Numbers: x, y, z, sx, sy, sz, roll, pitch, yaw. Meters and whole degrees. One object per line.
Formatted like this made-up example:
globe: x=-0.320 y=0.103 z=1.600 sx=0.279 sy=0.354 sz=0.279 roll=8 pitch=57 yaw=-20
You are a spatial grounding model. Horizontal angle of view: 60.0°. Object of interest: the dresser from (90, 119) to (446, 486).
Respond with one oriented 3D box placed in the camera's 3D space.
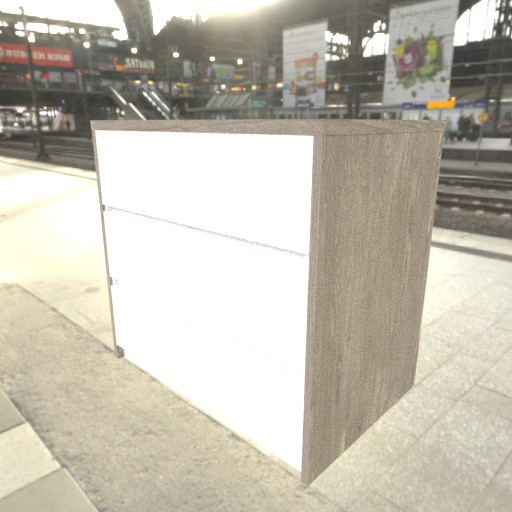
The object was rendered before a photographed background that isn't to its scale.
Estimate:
dresser: x=0.000 y=0.000 z=1.301 sx=0.809 sy=0.762 sz=0.529 roll=15 pitch=23 yaw=41
